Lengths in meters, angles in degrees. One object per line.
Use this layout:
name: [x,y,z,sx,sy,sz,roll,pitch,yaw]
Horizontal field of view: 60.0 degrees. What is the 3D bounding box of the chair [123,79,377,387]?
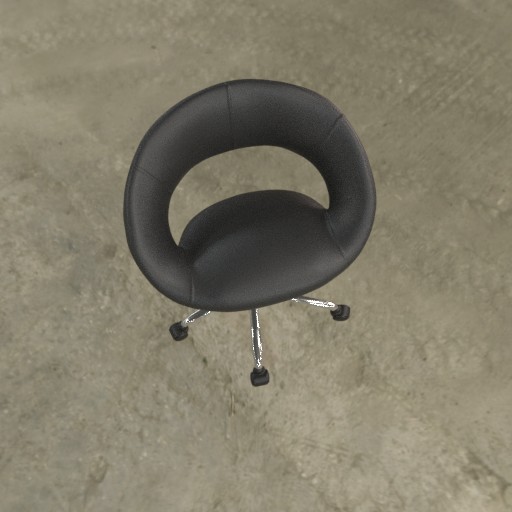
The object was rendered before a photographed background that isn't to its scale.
chair: [0.000,0.000,1.194,0.612,0.791,0.538,-15,65,-7]
